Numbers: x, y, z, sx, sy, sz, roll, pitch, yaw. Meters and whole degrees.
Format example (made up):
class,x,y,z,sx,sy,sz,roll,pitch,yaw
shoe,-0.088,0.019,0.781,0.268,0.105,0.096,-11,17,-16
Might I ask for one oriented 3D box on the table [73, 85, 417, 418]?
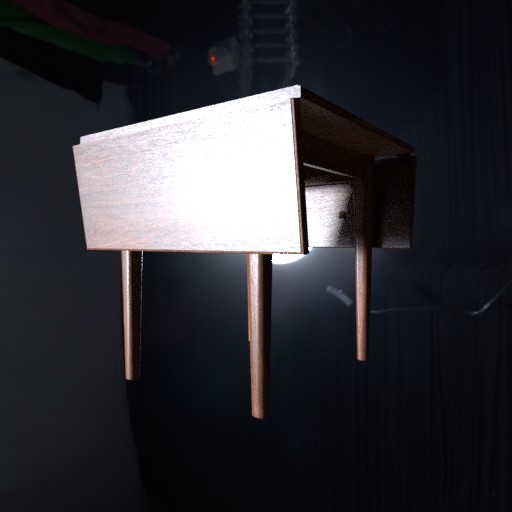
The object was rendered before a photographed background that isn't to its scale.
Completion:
class,x,y,z,sx,sy,sz,roll,pitch,yaw
table,0.000,0.000,1.499,0.812,0.763,0.843,2,3,36
